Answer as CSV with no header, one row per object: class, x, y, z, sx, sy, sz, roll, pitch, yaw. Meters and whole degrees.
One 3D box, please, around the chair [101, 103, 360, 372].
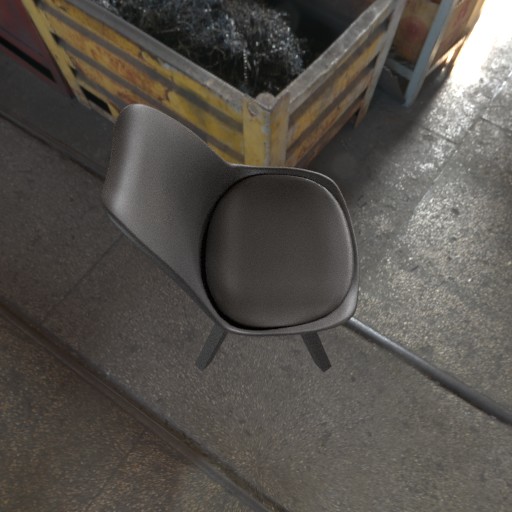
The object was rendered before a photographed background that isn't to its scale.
chair,0.000,0.000,1.195,0.550,0.850,0.485,1,65,0
